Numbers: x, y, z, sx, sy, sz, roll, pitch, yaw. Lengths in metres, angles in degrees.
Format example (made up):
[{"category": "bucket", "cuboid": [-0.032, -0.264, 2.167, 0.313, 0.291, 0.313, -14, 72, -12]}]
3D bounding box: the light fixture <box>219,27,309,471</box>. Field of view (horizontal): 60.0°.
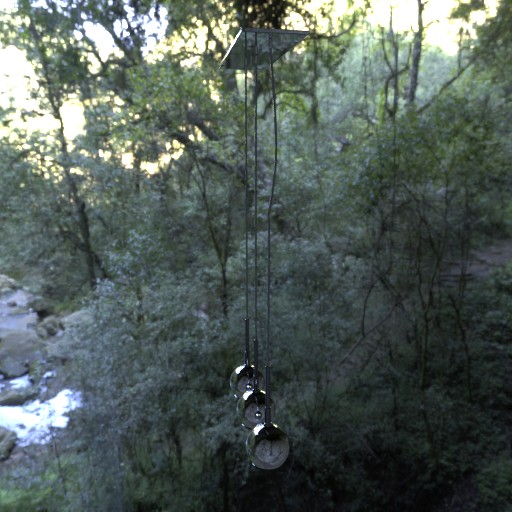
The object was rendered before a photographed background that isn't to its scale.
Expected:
[{"category": "light fixture", "cuboid": [0.000, 0.000, 1.652, 0.188, 1.408, 0.623, -2, 14, -10]}]
